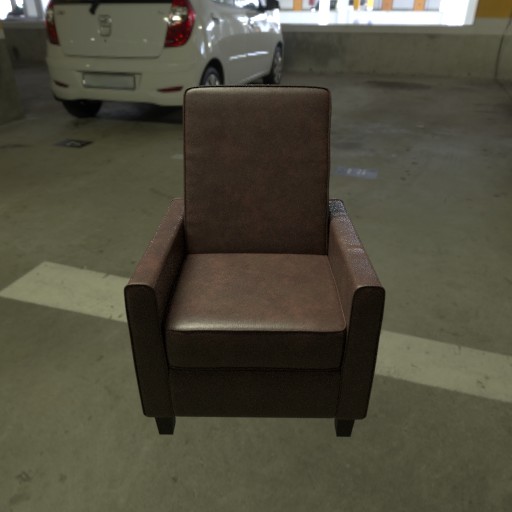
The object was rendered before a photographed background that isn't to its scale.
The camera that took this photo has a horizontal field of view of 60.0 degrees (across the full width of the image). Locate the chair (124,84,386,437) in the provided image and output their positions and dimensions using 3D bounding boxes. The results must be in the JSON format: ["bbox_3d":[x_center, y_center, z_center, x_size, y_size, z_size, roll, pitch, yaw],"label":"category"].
[{"bbox_3d":[0.000,0.000,1.514,0.705,1.013,0.746,0,29,1],"label":"chair"}]
